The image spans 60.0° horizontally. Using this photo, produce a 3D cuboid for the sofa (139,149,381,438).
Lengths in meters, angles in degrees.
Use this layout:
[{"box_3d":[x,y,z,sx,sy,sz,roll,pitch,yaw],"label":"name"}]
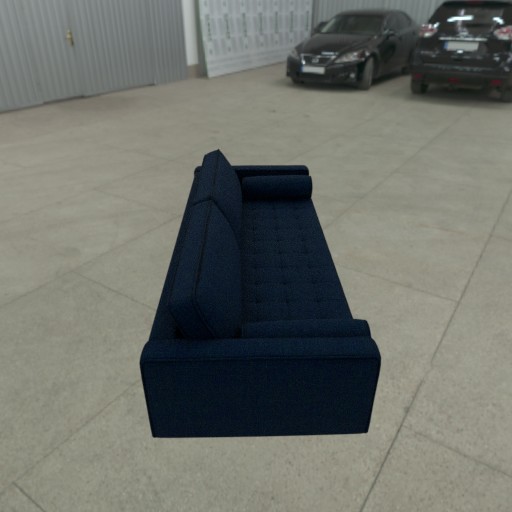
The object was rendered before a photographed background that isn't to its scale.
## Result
[{"box_3d":[0.000,0.000,2.650,0.914,0.762,2.210,-1,30,-1],"label":"sofa"}]
